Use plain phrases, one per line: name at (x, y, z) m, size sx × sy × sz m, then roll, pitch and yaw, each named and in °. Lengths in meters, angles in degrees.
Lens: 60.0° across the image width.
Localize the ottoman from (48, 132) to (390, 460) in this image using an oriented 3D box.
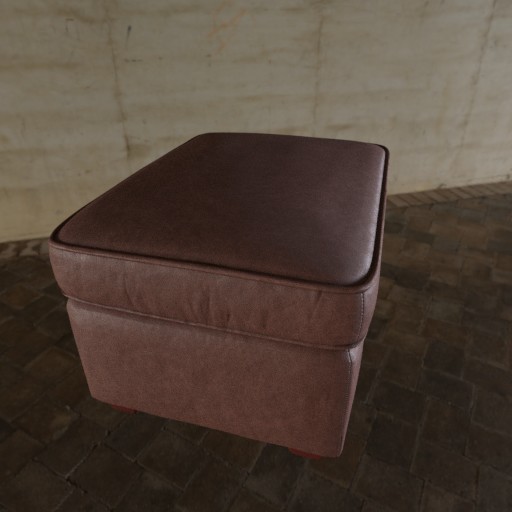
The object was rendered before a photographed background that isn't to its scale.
ottoman at (0.000, 0.000, 1.041) m, size 0.548 × 0.449 × 0.749 m, roll 8°, pitch 31°, yaw 14°
